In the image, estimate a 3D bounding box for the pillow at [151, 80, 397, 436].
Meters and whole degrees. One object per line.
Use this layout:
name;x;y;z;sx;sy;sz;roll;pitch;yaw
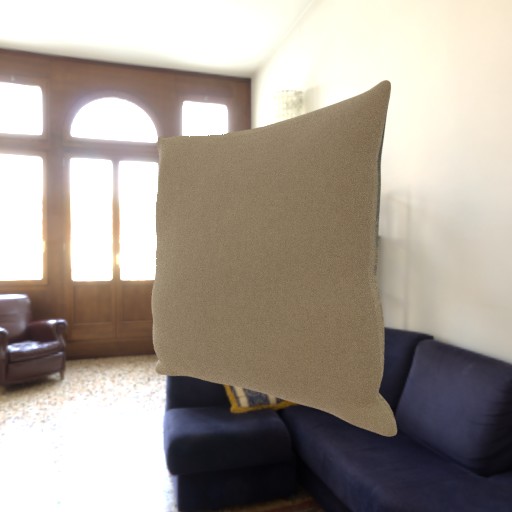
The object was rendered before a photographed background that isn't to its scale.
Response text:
pillow;0.000;0.000;0.676;0.440;0.441;0.182;1;1;37
